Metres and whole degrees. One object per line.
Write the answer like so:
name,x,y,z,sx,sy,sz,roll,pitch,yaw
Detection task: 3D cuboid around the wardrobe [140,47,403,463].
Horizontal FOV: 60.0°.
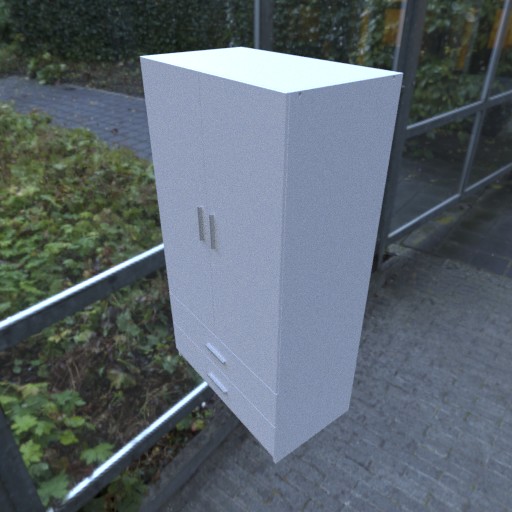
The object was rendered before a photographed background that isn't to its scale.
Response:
wardrobe,0.000,0.000,2.252,0.577,1.808,0.991,-22,38,-32
